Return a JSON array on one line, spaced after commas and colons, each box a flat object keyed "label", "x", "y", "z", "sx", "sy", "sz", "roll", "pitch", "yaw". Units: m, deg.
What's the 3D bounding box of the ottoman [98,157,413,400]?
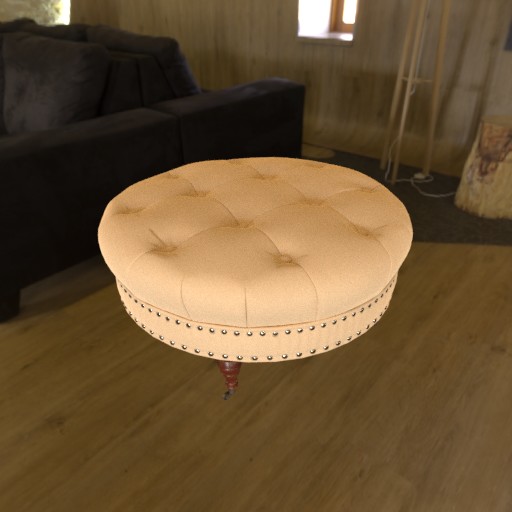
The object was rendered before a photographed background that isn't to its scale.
[{"label": "ottoman", "x": 0.000, "y": 0.000, "z": 1.395, "sx": 0.901, "sy": 0.439, "sz": 0.901, "roll": 0, "pitch": 30, "yaw": 0}]
